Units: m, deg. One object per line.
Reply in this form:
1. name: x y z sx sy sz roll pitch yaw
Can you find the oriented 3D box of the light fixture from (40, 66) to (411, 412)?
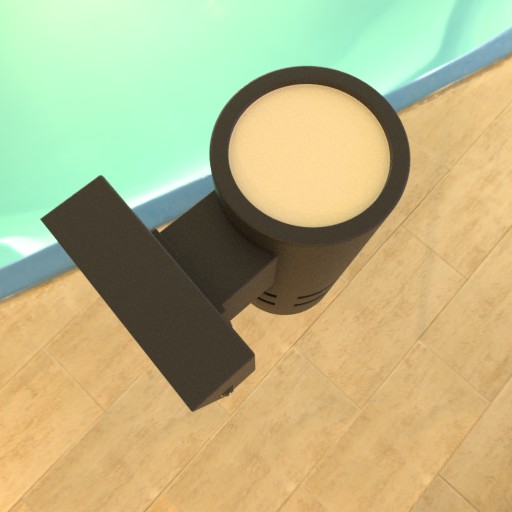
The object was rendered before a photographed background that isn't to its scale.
1. light fixture: 0.000 0.000 0.257 0.138 0.179 0.098 -40 78 -10
